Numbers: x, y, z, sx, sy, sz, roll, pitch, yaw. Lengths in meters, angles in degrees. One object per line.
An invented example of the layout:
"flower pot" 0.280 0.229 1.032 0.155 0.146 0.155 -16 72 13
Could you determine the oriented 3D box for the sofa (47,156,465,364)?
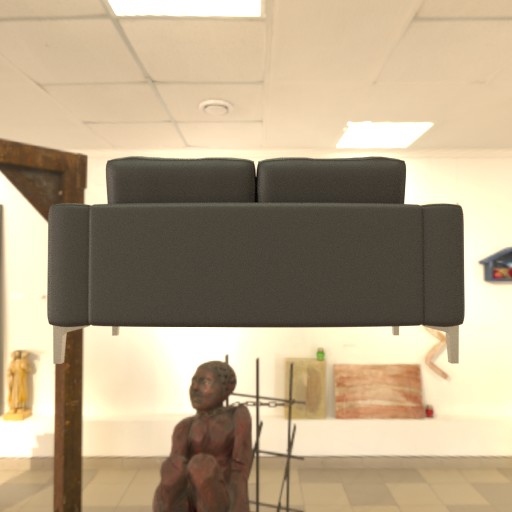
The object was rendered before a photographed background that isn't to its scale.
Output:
"sofa" 0.000 0.000 2.191 1.726 0.893 0.833 0 -1 0
